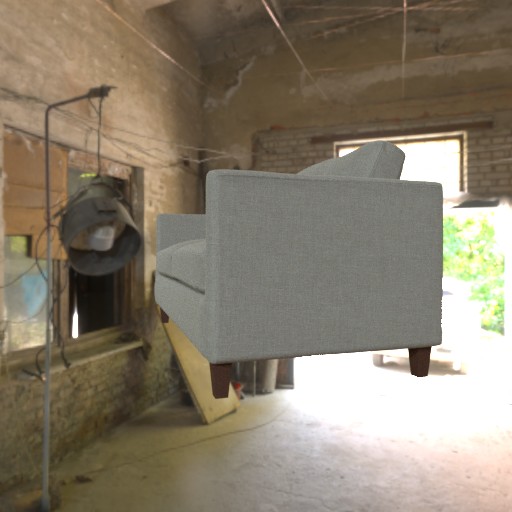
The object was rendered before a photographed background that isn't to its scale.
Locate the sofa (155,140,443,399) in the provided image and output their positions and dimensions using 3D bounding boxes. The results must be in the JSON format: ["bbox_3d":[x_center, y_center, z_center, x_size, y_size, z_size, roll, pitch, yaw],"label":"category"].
[{"bbox_3d":[0.000,0.000,2.442,0.951,0.947,1.884,0,1,-18],"label":"sofa"}]
